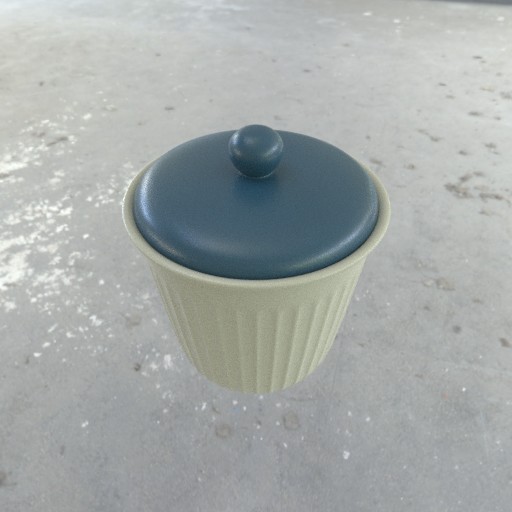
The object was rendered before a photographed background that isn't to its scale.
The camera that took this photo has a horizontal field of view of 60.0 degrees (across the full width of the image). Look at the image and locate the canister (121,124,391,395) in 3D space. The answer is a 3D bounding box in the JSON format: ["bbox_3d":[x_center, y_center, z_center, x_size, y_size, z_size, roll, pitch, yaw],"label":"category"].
[{"bbox_3d":[0.000,0.000,0.344,0.181,0.211,0.181,0,42,0],"label":"canister"}]
